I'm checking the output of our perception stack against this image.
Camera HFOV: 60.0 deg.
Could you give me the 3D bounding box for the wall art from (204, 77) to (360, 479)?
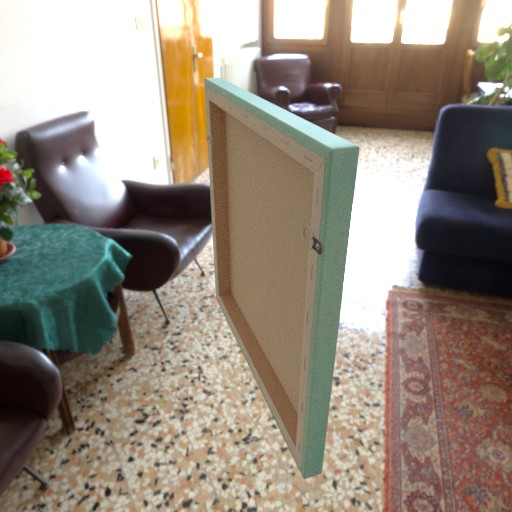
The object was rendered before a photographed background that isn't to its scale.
[{"bbox_3d":[0.000,0.000,1.145,0.054,0.766,0.765,-10,31,-17],"label":"wall art"}]
